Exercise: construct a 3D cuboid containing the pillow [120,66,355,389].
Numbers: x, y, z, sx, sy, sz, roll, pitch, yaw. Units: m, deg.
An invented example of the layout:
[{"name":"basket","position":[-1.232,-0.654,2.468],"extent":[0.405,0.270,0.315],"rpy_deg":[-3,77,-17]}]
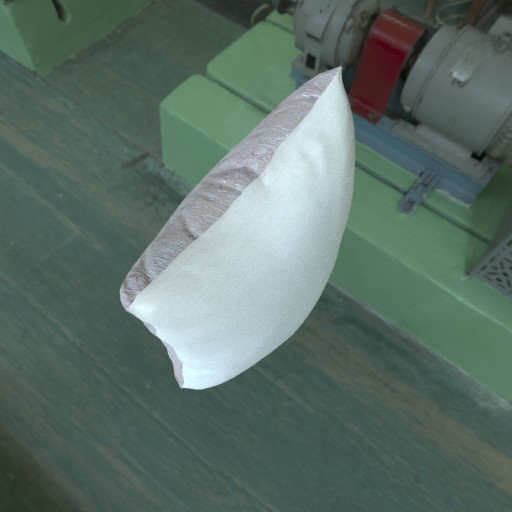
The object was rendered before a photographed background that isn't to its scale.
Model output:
[{"name":"pillow","position":[0.000,0.000,0.732],"extent":[0.245,0.448,0.450],"rpy_deg":[34,68,16]}]
